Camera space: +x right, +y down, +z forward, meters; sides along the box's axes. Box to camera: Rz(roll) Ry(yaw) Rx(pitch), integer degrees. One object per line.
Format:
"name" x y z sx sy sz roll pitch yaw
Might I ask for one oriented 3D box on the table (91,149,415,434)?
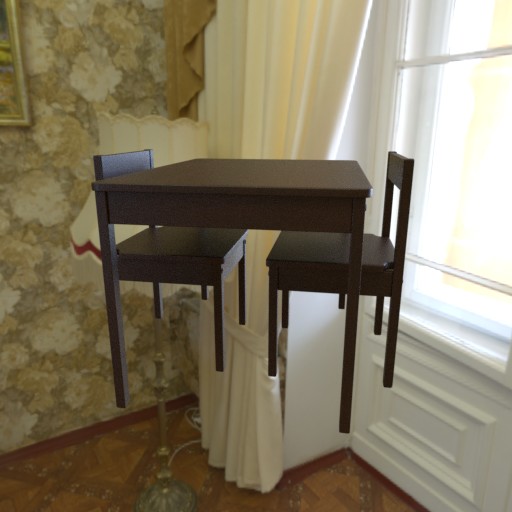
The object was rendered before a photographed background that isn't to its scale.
"table" 0.000 0.000 1.111 0.672 0.503 0.650 3 16 10
